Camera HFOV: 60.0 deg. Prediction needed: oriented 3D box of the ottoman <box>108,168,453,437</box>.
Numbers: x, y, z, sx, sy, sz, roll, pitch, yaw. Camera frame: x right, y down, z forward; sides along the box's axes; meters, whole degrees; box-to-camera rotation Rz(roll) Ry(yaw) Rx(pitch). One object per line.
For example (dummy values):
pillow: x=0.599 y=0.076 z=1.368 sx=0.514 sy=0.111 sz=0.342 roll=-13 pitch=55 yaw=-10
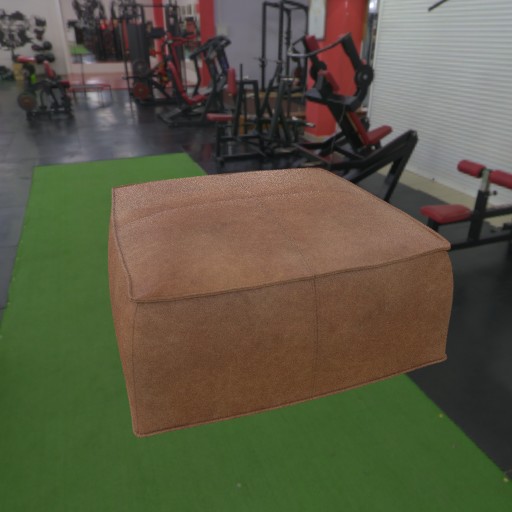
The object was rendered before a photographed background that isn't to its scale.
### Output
ottoman: x=0.000 y=0.000 z=1.404 sx=0.902 sy=0.395 sz=0.901 roll=-9 pitch=28 yaw=-17
